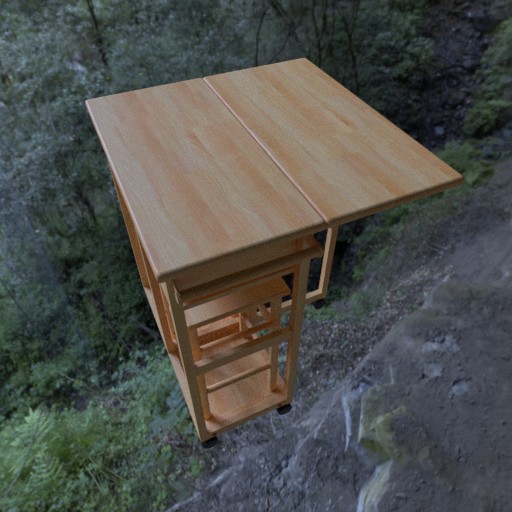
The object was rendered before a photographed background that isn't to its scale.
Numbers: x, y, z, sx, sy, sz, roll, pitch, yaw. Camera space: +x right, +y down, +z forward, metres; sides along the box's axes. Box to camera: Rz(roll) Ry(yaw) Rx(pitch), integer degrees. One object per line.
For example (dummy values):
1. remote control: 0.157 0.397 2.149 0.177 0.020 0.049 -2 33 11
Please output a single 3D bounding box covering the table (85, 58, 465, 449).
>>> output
1. table: 0.000 0.000 1.378 0.693 0.832 0.752 -18 48 -17
